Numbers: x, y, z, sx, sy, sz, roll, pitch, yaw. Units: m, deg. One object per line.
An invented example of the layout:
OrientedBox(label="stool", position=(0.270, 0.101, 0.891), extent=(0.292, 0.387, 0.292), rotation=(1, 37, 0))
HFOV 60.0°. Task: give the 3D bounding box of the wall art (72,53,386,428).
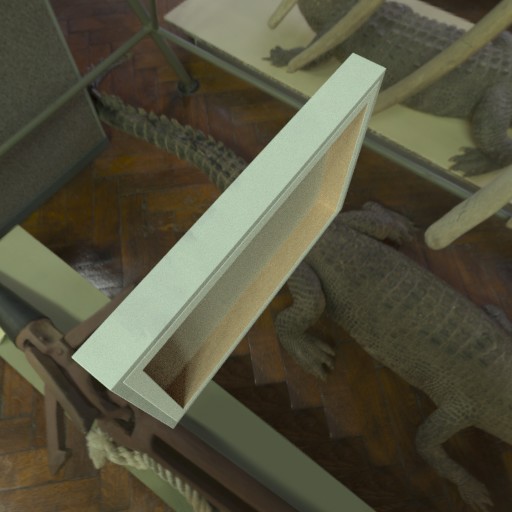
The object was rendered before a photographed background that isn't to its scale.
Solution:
OrientedBox(label="wall art", position=(0.000, 0.000, 0.485), extent=(0.038, 0.254, 0.381), rotation=(33, 68, 15))
